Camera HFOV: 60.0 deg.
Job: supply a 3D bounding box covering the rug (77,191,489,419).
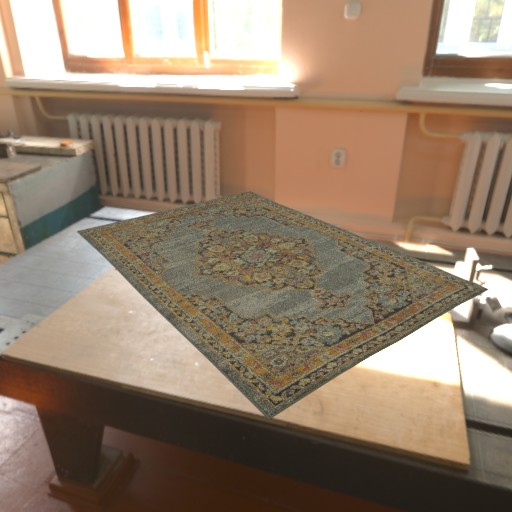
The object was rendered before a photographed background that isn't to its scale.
[{"bbox_3d":[0.000,0.000,3.898,2.158,0.024,3.063,-18,31,-33],"label":"rug"}]
